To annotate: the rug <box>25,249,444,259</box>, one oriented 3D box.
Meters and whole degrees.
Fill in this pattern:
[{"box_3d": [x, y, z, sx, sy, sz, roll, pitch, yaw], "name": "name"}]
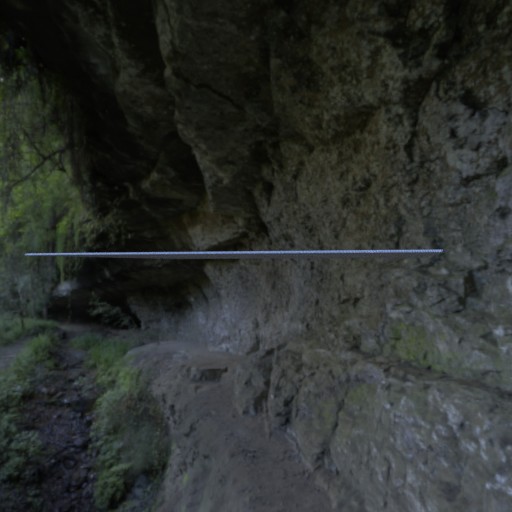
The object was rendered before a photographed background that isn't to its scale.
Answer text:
[{"box_3d": [0.000, 0.000, 4.230, 3.123, 0.017, 2.447, 0, -1, 18], "name": "rug"}]
